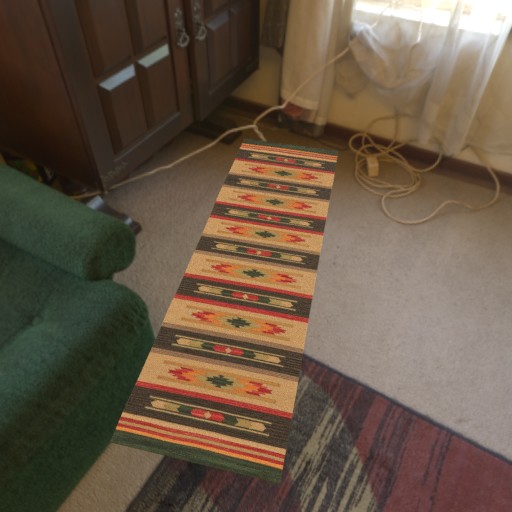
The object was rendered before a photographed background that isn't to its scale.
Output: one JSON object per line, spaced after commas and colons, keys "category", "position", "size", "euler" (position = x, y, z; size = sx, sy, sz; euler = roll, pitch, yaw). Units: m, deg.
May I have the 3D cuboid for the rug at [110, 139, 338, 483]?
{"category": "rug", "position": [0.000, 0.000, 2.686], "size": [0.760, 0.009, 2.440], "euler": [9, 48, 9]}
